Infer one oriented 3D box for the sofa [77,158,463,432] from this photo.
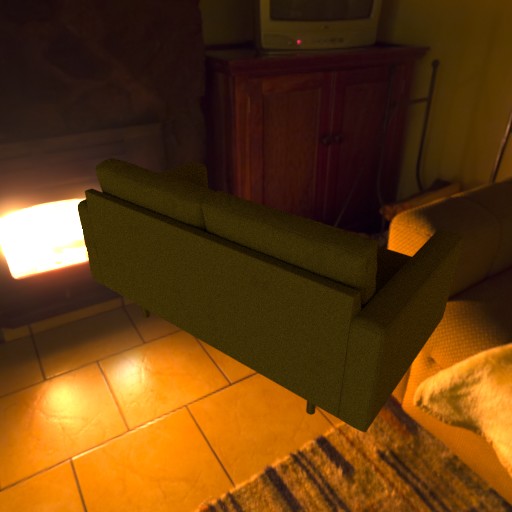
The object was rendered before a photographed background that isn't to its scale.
[{"bbox_3d":[0.000,0.000,2.276,1.730,0.897,0.889,21,36,32],"label":"sofa"}]
